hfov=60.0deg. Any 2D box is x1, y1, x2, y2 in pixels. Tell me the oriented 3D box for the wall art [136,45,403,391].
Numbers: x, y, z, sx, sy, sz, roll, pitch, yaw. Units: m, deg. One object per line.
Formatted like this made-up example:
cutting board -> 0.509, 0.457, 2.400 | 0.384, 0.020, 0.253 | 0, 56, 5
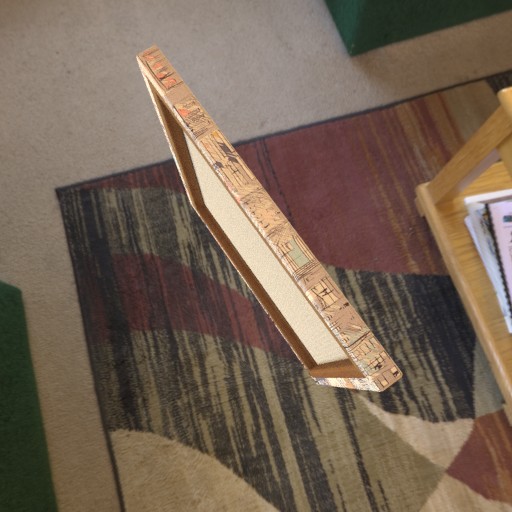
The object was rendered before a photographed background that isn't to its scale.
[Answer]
wall art -> 0.000, 0.000, 0.915 | 0.038, 0.608, 0.607 | -34, 77, -9
